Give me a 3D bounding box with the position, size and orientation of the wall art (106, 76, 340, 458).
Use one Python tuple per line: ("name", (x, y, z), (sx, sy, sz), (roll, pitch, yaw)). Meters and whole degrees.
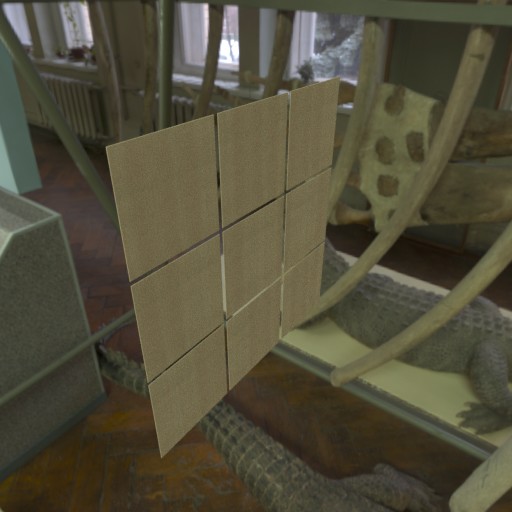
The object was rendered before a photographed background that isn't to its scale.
("wall art", (0.000, 0.000, 2.239), (0.002, 1.505, 1.517), (21, 37, 30))
